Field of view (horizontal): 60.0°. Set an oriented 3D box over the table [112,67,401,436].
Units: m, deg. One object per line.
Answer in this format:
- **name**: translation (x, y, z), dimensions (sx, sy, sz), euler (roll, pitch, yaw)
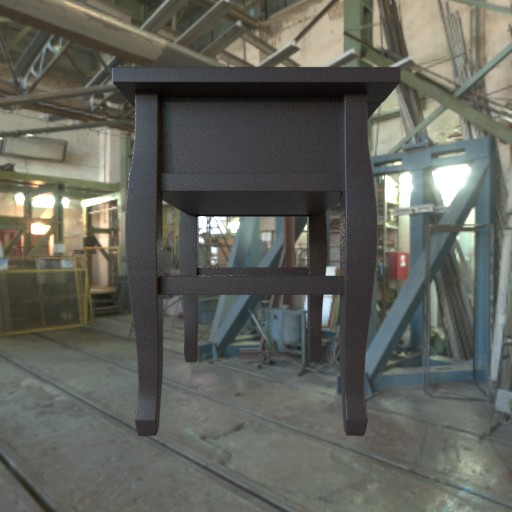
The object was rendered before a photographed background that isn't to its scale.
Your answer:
- **table**: translation (0.000, 0.000, 1.005), dimensions (0.460, 0.605, 0.602), euler (0, 0, 0)
